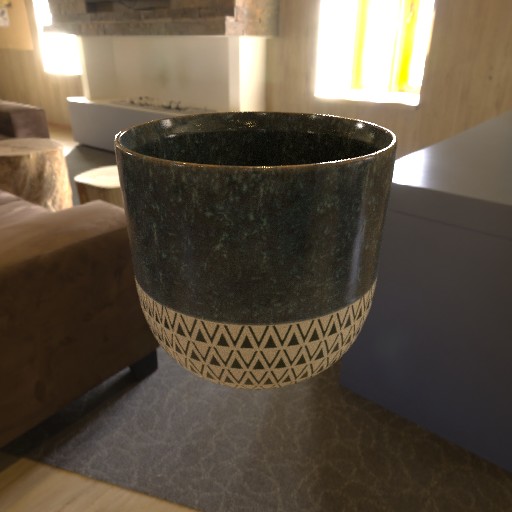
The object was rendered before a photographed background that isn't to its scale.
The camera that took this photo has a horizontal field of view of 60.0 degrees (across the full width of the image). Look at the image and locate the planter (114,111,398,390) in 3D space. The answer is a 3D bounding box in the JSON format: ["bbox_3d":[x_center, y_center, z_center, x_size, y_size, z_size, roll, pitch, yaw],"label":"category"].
[{"bbox_3d":[0.000,0.000,0.490,0.266,0.270,0.266,0,26,0],"label":"planter"}]
